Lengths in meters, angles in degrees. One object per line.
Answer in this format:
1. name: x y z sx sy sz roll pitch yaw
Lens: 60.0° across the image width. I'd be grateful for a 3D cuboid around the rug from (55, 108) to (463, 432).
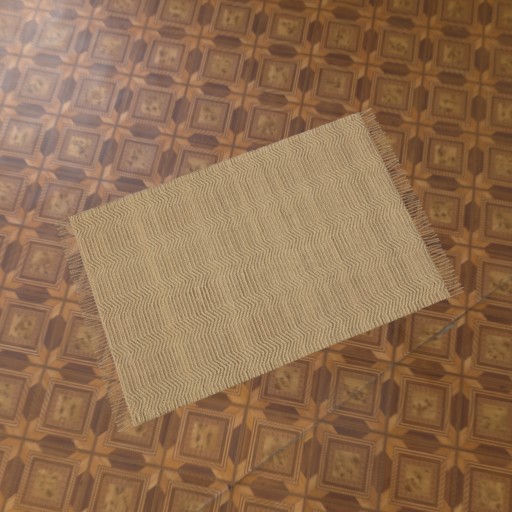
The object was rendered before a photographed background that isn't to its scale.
1. rug: 0.000 0.000 2.495 2.021 0.027 1.224 -21 77 -5
